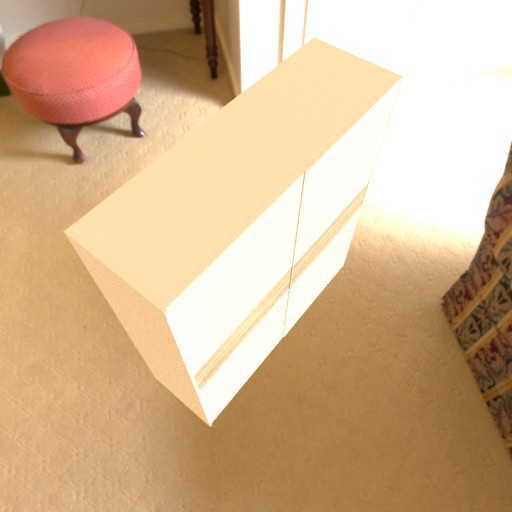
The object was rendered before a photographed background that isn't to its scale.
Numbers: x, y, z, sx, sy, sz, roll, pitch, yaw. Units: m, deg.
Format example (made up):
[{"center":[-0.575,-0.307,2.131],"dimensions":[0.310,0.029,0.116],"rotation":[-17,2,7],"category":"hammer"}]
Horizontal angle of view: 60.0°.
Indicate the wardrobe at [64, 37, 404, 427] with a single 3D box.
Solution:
[{"center":[0.000,0.000,2.998],"dimensions":[0.600,2.020,1.830],"rotation":[34,64,20],"category":"wardrobe"}]
